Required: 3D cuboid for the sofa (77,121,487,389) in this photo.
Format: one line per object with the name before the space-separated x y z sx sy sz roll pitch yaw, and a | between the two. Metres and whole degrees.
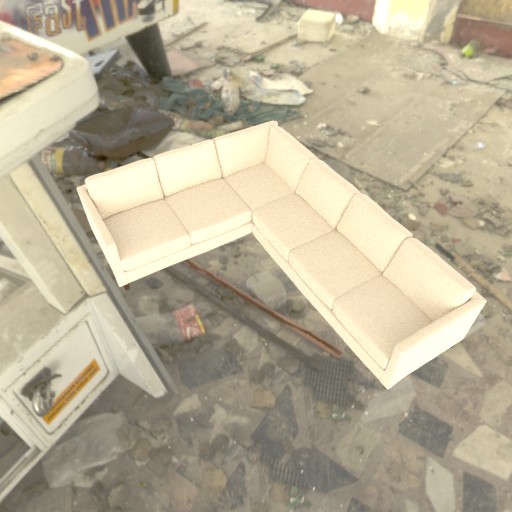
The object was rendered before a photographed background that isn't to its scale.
sofa | 0.000 0.000 4.222 2.432 0.863 3.182 -24 51 -21
